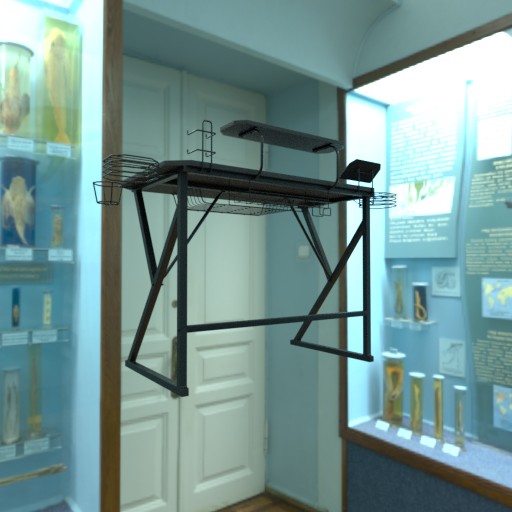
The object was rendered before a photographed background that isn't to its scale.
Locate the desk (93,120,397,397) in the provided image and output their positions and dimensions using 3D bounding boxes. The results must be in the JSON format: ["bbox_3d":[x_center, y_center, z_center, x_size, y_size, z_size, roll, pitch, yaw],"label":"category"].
[{"bbox_3d":[0.000,0.000,1.797,1.290,0.880,0.580,1,-2,-35],"label":"desk"}]
